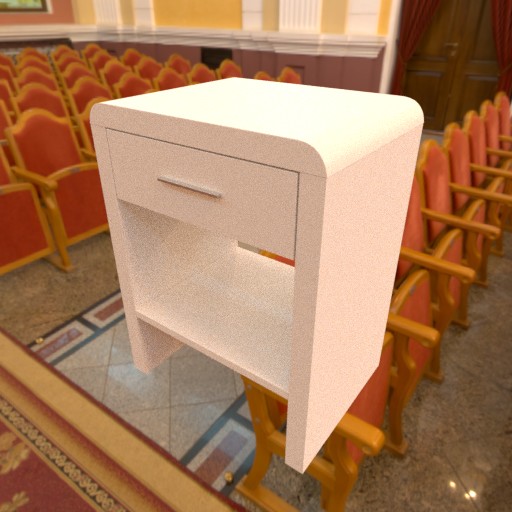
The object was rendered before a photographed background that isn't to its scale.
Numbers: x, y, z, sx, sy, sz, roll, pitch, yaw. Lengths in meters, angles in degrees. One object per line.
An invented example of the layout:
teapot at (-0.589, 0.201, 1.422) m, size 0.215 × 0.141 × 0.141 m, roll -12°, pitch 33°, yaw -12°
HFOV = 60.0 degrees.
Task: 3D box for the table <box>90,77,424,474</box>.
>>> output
table at (0.000, 0.000, 0.873) m, size 0.450 × 0.590 × 0.350 m, roll 20°, pitch 35°, yaw 31°
